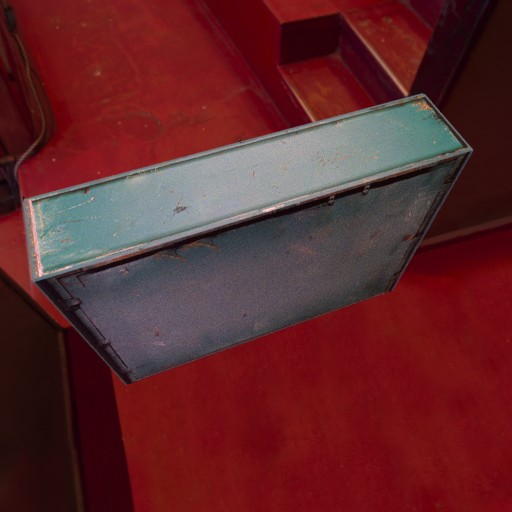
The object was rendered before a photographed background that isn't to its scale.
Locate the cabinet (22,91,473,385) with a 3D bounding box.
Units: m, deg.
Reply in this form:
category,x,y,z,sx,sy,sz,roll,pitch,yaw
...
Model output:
category,x,y,z,sx,sy,sz,roll,pitch,yaw
cabinet,0.000,0.000,3.920,3.001,2.160,0.680,-18,60,-11
